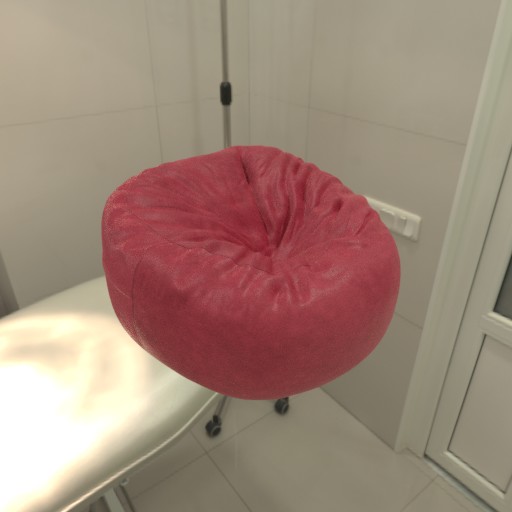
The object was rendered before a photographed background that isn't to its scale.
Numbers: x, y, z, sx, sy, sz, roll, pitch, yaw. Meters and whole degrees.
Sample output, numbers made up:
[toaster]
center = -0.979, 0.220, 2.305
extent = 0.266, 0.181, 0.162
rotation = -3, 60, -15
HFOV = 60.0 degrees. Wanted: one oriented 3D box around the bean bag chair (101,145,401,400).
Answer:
[bean bag chair]
center = 0.000, 0.000, 2.434
extent = 1.524, 0.878, 1.524
rotation = -21, 36, -32
